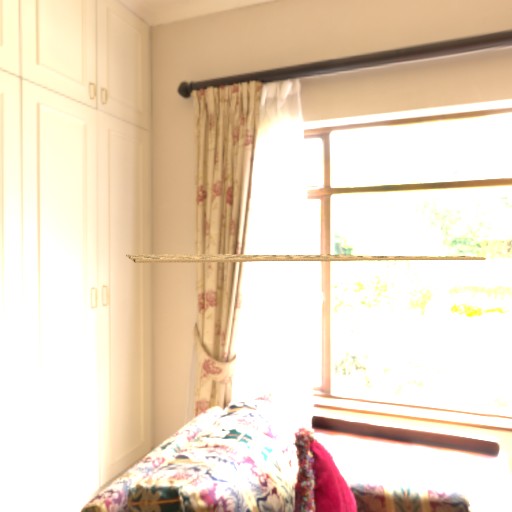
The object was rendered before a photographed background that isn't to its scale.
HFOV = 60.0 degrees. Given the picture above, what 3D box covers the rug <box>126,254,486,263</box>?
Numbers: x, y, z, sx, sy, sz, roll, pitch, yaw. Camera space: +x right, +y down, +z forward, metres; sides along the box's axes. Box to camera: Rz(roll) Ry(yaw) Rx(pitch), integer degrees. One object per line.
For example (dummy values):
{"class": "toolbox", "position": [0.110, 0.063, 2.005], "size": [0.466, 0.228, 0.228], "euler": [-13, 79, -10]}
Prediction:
{"class": "rug", "position": [0.000, 0.000, 4.386], "size": [2.444, 0.036, 3.369], "euler": [0, 1, -17]}
